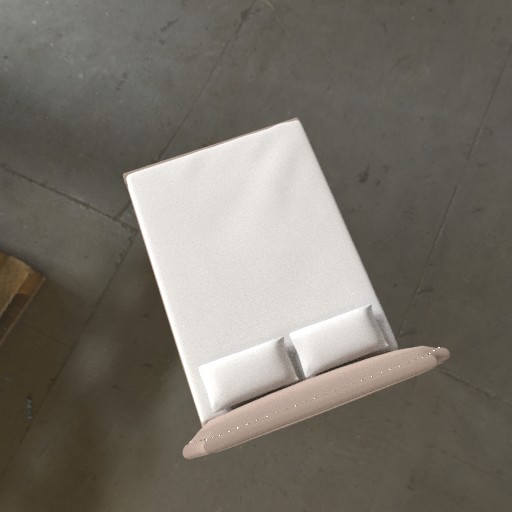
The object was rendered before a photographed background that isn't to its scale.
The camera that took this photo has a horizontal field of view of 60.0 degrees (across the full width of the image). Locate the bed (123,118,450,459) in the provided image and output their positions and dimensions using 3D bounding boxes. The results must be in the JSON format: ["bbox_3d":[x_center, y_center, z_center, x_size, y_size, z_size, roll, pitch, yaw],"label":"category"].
[{"bbox_3d":[0.000,0.000,3.481,1.713,1.443,2.372,-19,76,-5],"label":"bed"}]
